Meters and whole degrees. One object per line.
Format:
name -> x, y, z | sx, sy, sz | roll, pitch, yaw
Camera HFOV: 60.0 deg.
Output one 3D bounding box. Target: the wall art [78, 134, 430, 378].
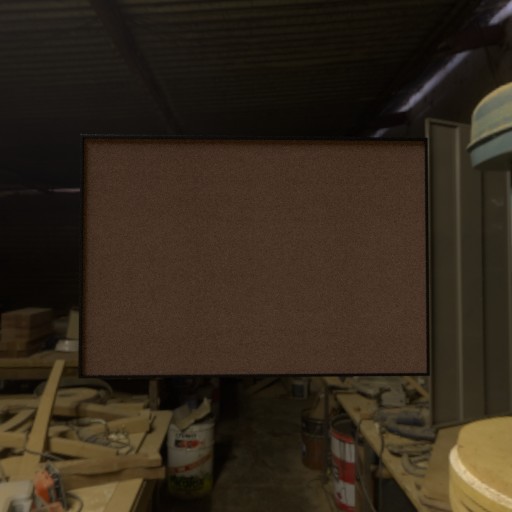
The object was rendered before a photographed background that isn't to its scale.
wall art -> 0.000, 0.000, 1.223 | 0.957, 0.660, 0.019 | 0, -1, -2
